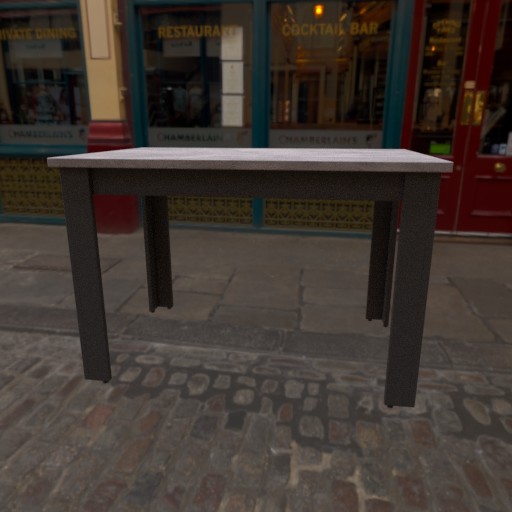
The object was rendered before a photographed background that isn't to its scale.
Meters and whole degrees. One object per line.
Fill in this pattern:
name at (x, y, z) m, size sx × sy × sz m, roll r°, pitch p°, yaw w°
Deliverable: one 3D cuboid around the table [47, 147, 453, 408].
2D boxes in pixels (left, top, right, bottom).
table at (0.000, 0.000, 1.617) m, size 1.100 × 0.734 × 0.700 m, roll 2°, pitch 16°, yaw 8°
